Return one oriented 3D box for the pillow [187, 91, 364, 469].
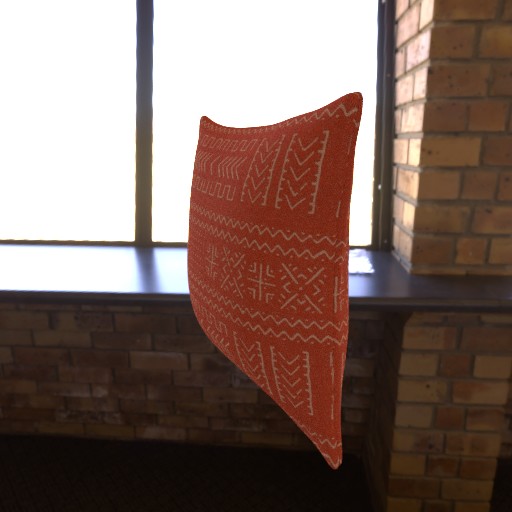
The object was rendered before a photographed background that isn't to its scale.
[{"bbox_3d":[0.000,0.000,0.664,0.164,0.429,0.438,-7,17,-26],"label":"pillow"}]
